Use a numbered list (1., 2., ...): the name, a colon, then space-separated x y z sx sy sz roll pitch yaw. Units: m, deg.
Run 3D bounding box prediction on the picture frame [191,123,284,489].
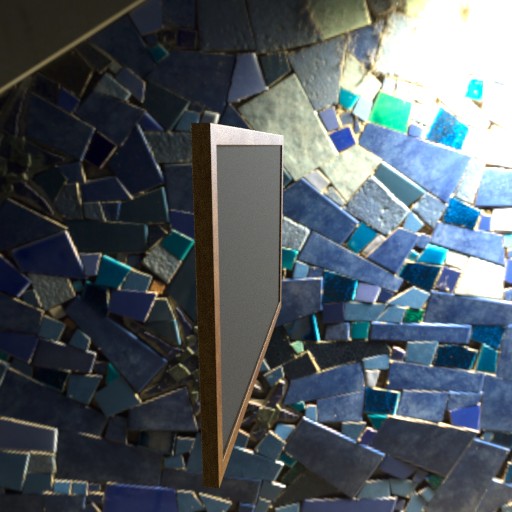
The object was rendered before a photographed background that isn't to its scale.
1. picture frame: 0.000 0.000 1.152 0.029 0.621 0.922 2 14 10
